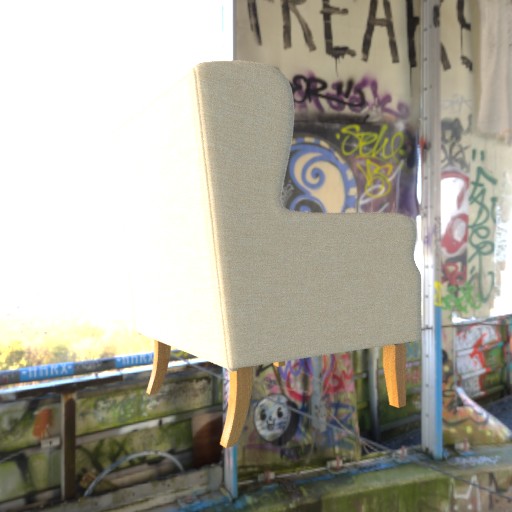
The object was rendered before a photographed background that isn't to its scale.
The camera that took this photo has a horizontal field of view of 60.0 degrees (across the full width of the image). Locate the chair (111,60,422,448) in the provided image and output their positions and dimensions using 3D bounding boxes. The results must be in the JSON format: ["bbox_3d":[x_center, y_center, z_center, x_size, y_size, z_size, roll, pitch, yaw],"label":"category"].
[{"bbox_3d":[0.000,0.000,1.439,0.760,0.930,0.710,0,0,-35],"label":"chair"}]
